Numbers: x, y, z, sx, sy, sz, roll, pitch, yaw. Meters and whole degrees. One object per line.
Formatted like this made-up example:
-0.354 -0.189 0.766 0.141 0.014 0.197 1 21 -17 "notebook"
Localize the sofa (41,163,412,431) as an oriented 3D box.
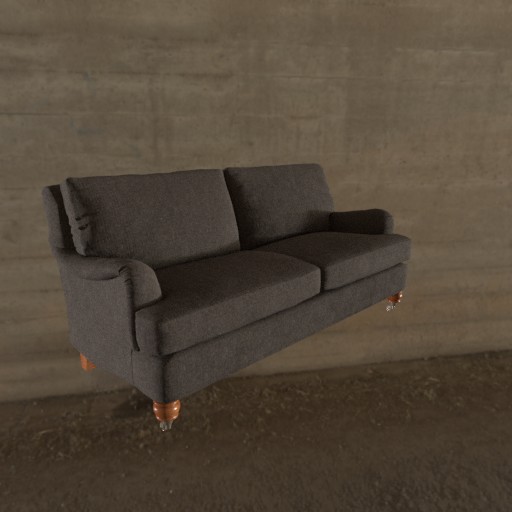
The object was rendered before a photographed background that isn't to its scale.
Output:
0.000 0.000 2.745 1.087 1.054 2.160 14 20 43 "sofa"
